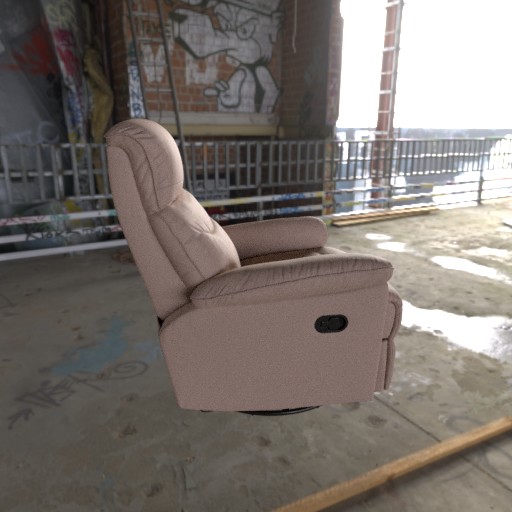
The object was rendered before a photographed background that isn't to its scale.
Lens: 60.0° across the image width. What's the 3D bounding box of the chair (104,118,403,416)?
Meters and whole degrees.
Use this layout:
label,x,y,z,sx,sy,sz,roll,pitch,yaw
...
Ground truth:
label,x,y,z,sx,sy,sz,roll,pitch,yaw
chair,0.000,0.000,1.758,1.004,1.037,0.820,-3,16,-10
